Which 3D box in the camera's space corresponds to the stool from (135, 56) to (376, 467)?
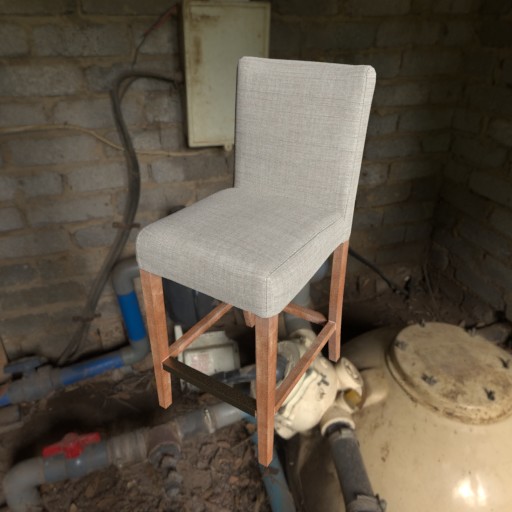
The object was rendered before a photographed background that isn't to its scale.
[{"bbox_3d":[0.000,0.000,1.334,0.454,1.039,0.567,18,34,28],"label":"stool"}]
